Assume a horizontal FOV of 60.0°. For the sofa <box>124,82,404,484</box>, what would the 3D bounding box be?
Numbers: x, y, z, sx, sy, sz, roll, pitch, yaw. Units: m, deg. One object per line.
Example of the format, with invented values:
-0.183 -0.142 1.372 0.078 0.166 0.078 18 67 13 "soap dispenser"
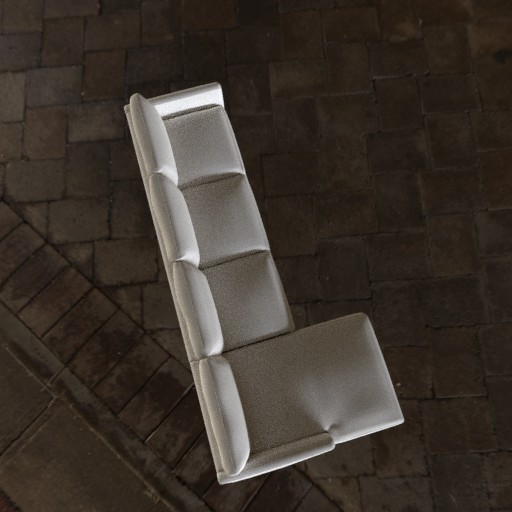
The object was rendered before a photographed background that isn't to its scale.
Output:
0.000 0.000 3.705 1.467 0.875 3.186 -16 76 -4 "sofa"
